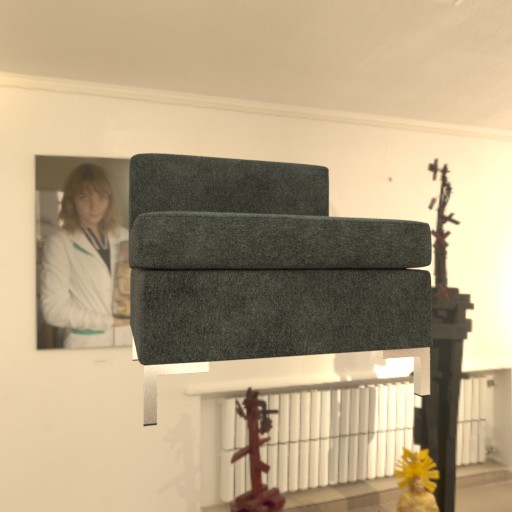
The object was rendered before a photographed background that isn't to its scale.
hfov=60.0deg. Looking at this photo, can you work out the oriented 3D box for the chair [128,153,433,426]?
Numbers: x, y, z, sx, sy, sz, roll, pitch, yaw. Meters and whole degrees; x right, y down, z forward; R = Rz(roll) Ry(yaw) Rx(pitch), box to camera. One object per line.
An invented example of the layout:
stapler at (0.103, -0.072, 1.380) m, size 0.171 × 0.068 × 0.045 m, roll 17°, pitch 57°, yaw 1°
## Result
chair at (0.000, 0.000, 1.229) m, size 0.680 × 0.660 × 0.680 m, roll 0°, pitch -1°, yaw -17°
